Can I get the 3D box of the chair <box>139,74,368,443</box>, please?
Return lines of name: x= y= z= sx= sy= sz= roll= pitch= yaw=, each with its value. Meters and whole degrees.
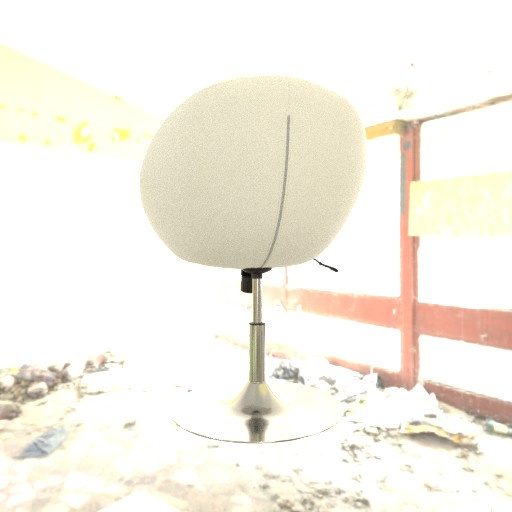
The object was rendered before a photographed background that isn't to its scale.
chair: x=0.000 y=0.000 z=1.839 sx=0.940 sy=1.261 sz=0.736 roll=0 pitch=1 yaw=-18
